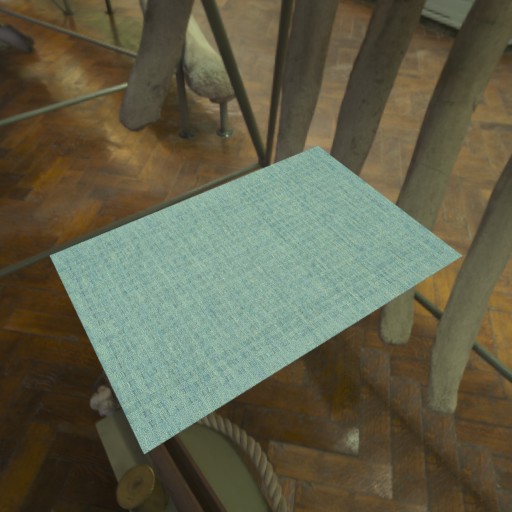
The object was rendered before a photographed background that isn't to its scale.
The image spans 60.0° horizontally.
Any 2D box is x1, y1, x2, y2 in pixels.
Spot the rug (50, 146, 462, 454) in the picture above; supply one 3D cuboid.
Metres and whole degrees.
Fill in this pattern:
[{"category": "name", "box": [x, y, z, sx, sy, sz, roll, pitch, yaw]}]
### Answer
[{"category": "rug", "box": [0.000, 0.000, 2.951, 2.286, 0.006, 1.522, -26, 53, -22]}]
